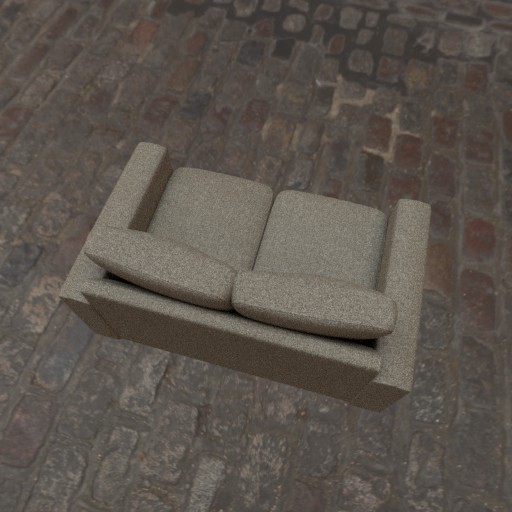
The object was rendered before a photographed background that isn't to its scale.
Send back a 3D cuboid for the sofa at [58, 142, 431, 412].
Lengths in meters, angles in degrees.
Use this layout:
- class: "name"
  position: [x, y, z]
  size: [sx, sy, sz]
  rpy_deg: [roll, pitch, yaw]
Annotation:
- class: "sofa"
  position: [0.000, 0.000, 2.257]
  size: [1.616, 0.873, 1.016]
  rpy_deg: [14, 62, 7]
